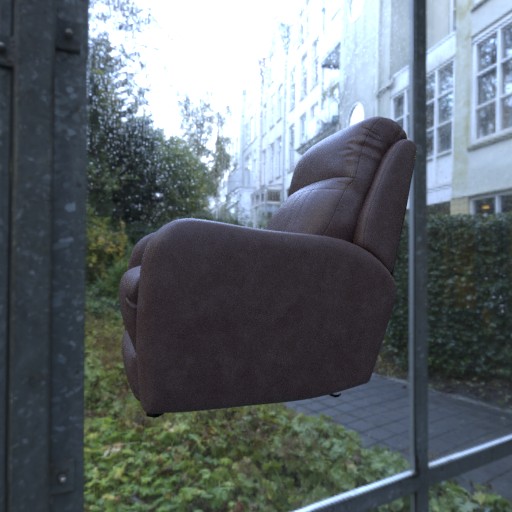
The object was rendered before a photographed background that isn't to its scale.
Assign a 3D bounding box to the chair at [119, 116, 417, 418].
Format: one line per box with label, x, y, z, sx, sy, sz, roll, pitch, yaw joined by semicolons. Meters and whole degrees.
chair;0.000;0.000;1.816;1.067;1.067;0.865;0;0;-19
